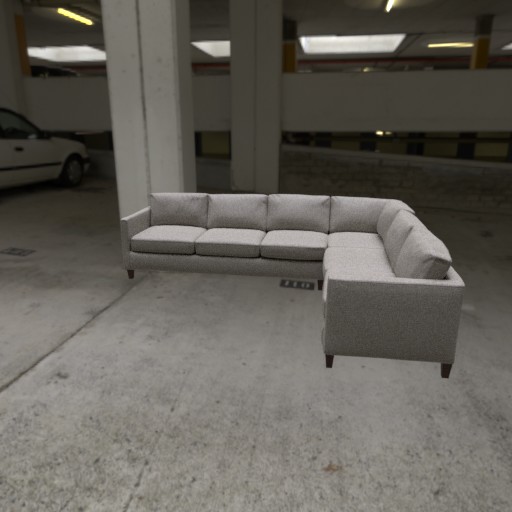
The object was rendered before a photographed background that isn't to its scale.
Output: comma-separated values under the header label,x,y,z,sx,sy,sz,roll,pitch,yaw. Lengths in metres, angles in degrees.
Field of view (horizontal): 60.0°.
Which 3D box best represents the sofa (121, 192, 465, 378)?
label,x,y,z,sx,sy,sz,roll,pitch,yaw
sofa,0.000,0.000,4.475,3.302,0.947,2.593,3,17,9
